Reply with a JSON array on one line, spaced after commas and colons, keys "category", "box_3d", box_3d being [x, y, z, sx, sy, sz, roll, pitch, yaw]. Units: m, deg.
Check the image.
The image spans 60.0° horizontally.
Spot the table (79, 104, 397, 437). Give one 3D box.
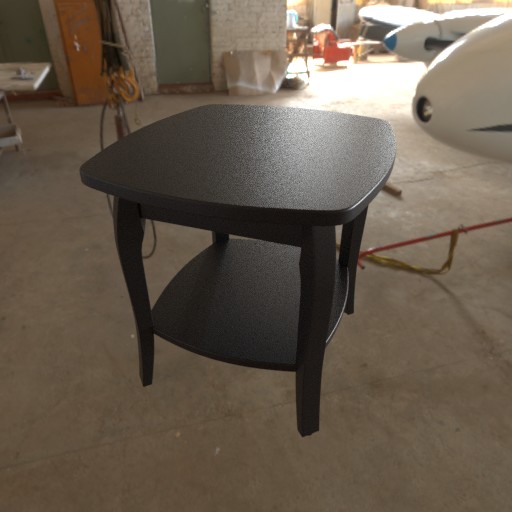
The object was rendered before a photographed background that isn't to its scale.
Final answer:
[{"category": "table", "box_3d": [0.000, 0.000, 0.870, 0.457, 0.457, 0.508, 11, 33, 17]}]
